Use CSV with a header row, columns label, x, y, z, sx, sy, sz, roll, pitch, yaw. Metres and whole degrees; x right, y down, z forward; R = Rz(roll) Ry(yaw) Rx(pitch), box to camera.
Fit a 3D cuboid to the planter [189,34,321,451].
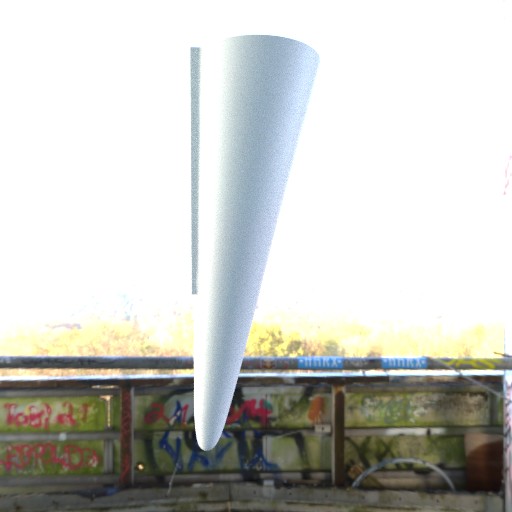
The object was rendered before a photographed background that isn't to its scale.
label,x,y,z,sx,sy,sz,roll,pitch,yaw
planter,0.000,0.000,0.221,0.064,0.193,0.057,0,0,-1
